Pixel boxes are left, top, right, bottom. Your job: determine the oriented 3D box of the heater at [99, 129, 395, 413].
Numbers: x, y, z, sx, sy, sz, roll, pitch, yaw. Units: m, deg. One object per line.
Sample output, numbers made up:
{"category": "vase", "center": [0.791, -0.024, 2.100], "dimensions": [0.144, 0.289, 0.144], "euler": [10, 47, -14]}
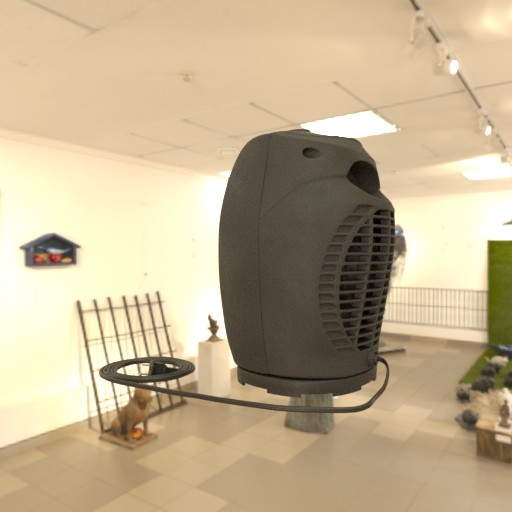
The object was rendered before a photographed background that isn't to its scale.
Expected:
{"category": "heater", "center": [0.000, 0.000, 0.484], "dimensions": [0.291, 0.255, 0.239], "euler": [0, 1, 35]}
